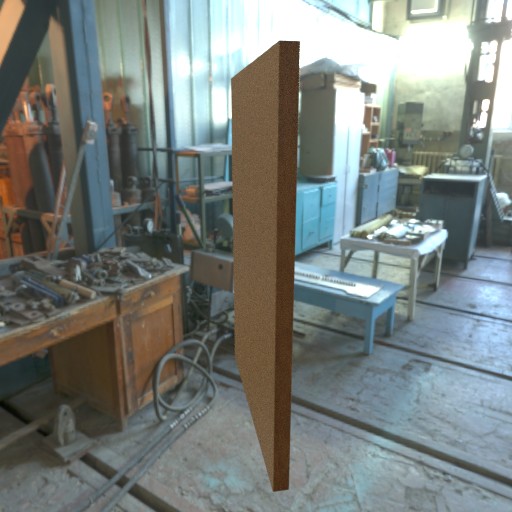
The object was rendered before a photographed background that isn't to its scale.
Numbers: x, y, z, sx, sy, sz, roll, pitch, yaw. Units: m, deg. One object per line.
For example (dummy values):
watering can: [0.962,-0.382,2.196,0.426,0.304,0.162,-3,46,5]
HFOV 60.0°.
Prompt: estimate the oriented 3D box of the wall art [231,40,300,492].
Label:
wall art: [0.000,0.000,1.146,0.037,0.914,0.610,-3,16,-10]
